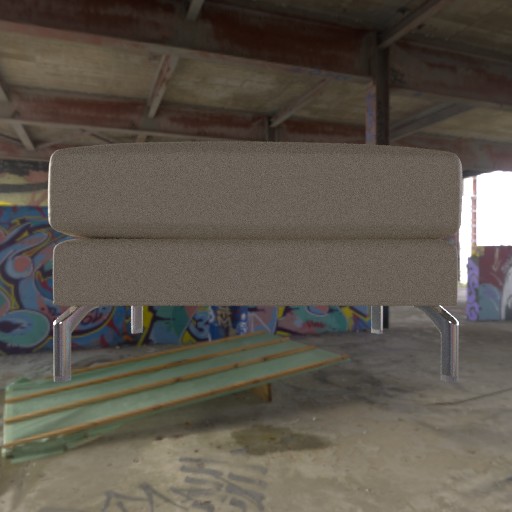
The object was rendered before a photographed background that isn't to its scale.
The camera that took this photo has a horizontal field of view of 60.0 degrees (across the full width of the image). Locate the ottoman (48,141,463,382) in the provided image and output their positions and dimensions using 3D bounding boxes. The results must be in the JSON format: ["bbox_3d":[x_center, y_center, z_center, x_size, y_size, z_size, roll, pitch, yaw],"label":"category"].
[{"bbox_3d":[0.000,0.000,1.157,0.835,0.497,0.581,0,0,0],"label":"ottoman"}]
